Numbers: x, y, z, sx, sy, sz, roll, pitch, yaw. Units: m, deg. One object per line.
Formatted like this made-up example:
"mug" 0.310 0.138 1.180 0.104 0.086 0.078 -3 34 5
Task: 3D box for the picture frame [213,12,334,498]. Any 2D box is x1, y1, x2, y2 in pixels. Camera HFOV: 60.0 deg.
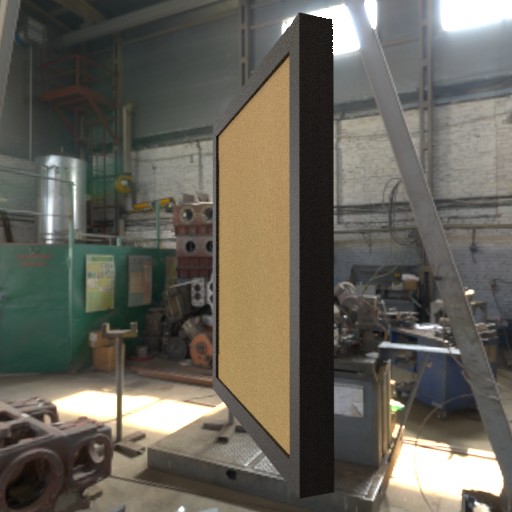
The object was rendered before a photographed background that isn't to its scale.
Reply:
"picture frame" 0.000 0.000 0.728 0.044 0.555 0.452 0 -1 -18
